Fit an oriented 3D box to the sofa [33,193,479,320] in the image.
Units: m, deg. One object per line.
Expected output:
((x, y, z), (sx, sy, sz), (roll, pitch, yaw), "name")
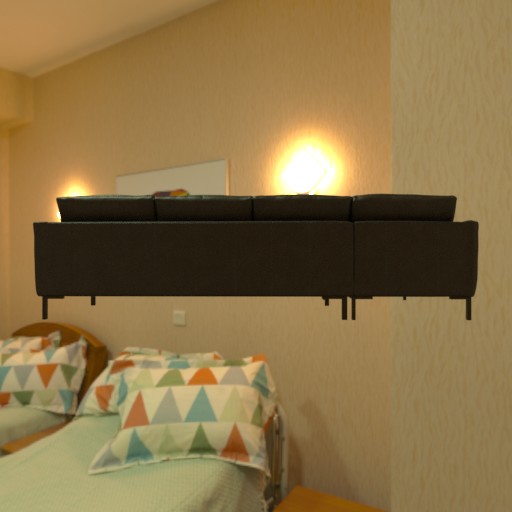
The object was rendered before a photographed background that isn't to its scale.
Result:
((0.000, 0.000, 3.677), (2.993, 0.859, 1.471), (0, 0, 1), "sofa")
